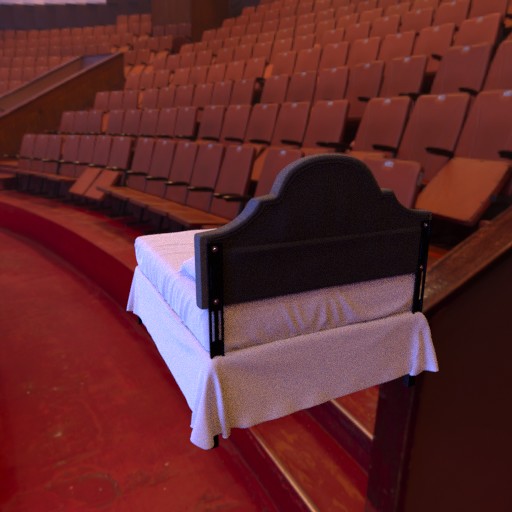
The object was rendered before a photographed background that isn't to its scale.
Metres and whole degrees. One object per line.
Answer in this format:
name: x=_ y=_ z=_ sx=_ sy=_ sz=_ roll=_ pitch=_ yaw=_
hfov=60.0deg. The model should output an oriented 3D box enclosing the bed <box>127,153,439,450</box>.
bed: x=0.000 y=0.000 z=3.479 sx=1.780 sy=1.634 sz=2.222 roll=-7 pitch=17 yaw=-25
